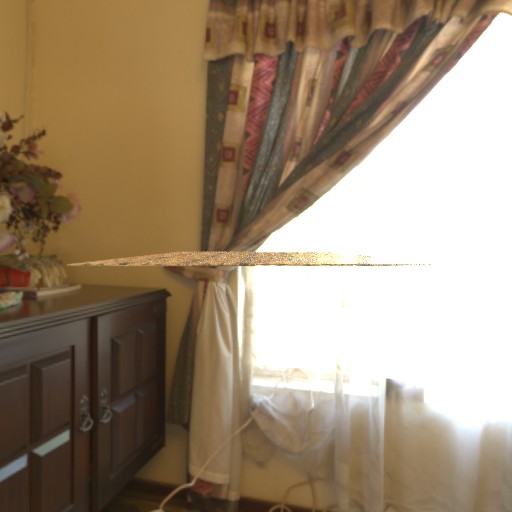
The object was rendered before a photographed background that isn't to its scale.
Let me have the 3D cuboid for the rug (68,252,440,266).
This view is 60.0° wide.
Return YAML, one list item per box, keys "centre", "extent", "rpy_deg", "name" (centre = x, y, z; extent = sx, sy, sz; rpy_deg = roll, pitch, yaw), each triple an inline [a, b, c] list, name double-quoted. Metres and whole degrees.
- centre: [0.000, 0.000, 2.046]
  extent: [1.035, 0.006, 1.652]
  rpy_deg: [0, 2, 1]
  name: "rug"
